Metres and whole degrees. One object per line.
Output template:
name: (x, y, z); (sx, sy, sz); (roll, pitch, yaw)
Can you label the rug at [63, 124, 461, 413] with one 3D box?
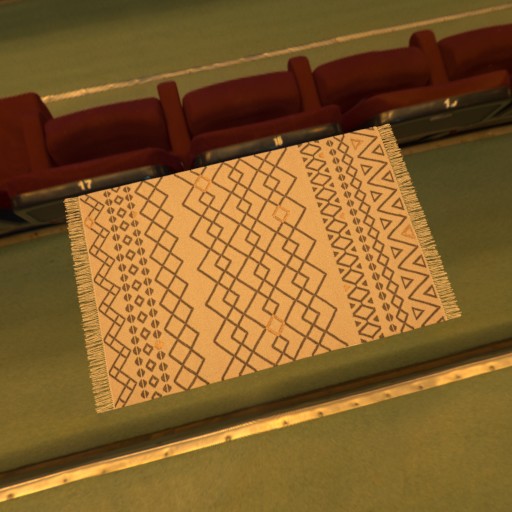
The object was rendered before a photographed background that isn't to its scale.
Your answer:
rug: (0.000, 0.000, 2.498); (2.023, 0.028, 1.224); (-14, 75, -4)
